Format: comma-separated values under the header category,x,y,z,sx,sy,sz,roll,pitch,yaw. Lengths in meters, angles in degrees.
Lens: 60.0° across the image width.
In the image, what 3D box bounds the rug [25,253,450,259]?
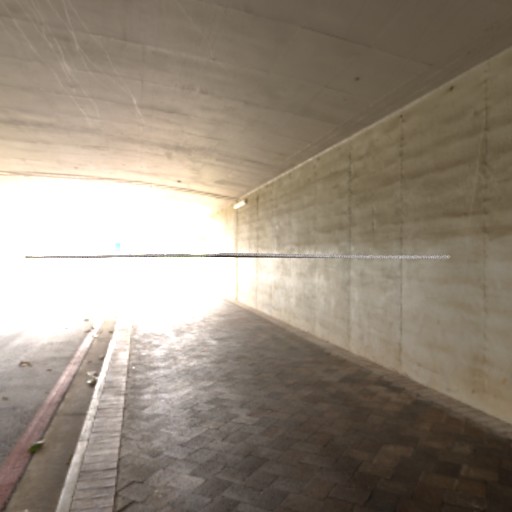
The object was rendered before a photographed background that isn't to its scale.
category,x,y,z,sx,sy,sz,roll,pitch,yaw
rug,0.000,0.000,5.038,3.778,0.053,2.873,0,0,18
